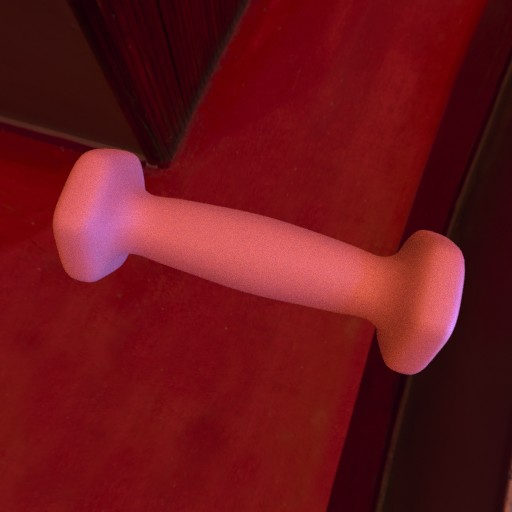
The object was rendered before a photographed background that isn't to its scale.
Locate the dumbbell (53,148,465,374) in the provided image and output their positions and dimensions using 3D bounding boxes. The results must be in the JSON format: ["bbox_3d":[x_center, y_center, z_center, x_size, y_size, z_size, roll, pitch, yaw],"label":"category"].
[{"bbox_3d":[0.000,0.000,0.144,0.123,0.043,0.047,15,75,4],"label":"dumbbell"}]
